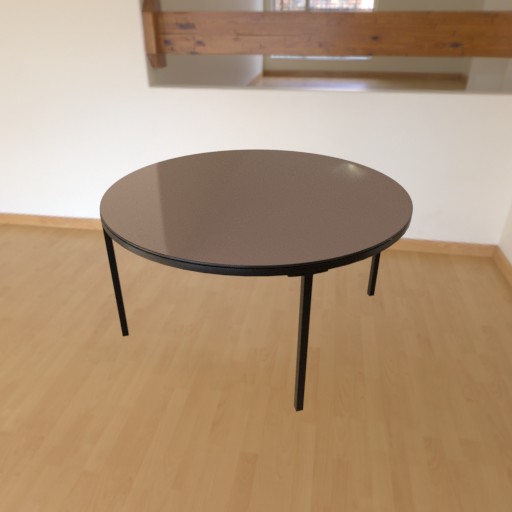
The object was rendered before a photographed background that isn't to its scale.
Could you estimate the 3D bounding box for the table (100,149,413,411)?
[{"bbox_3d":[0.000,0.000,1.278,0.800,0.400,0.800,0,29,0],"label":"table"}]
